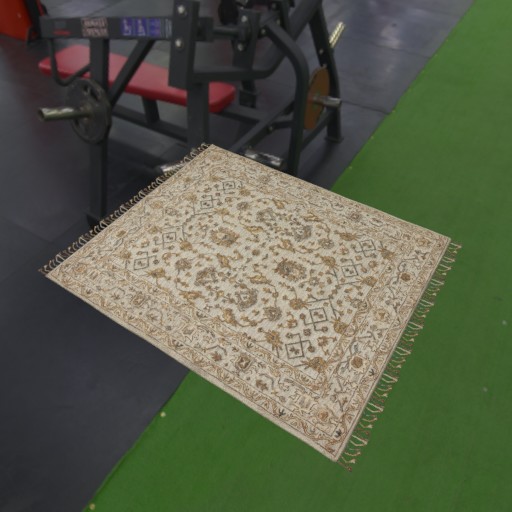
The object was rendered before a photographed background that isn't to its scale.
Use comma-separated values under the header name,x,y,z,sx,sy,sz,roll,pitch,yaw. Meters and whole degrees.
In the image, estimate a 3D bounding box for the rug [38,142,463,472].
name,x,y,z,sx,sy,sz,roll,pitch,yaw
rug,0.000,0.000,4.031,3.061,0.034,2.426,26,53,22
